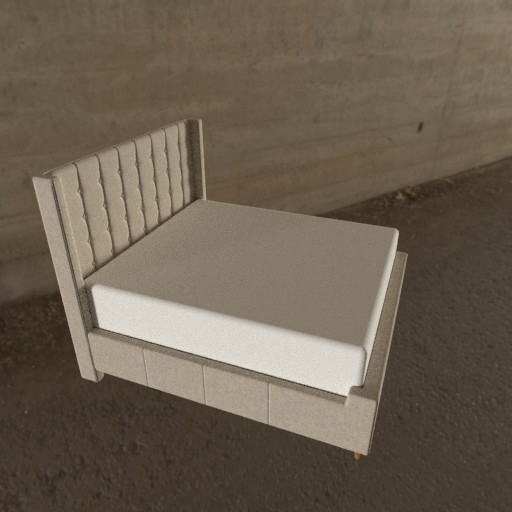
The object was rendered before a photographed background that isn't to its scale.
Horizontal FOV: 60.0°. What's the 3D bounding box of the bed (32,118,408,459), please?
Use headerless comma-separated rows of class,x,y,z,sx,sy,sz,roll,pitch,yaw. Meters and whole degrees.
bed,0.000,0.000,3.738,2.370,1.743,2.045,11,30,19
